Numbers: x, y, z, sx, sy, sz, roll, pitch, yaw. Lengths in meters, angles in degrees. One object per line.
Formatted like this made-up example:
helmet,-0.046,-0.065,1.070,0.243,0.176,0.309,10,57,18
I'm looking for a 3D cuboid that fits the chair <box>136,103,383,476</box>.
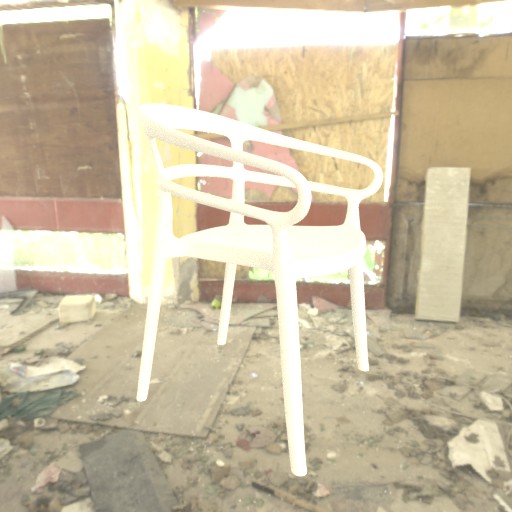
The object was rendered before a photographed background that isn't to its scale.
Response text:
chair,0.000,0.000,1.142,0.527,0.761,0.559,7,16,28
